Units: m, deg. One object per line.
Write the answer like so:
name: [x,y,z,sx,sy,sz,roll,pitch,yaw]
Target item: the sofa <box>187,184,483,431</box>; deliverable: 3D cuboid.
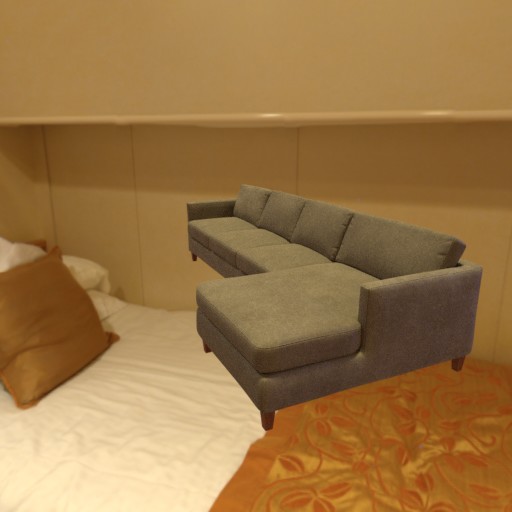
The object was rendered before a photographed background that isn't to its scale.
sofa: [0.000,0.000,4.023,1.604,0.950,3.471,-7,17,-24]
